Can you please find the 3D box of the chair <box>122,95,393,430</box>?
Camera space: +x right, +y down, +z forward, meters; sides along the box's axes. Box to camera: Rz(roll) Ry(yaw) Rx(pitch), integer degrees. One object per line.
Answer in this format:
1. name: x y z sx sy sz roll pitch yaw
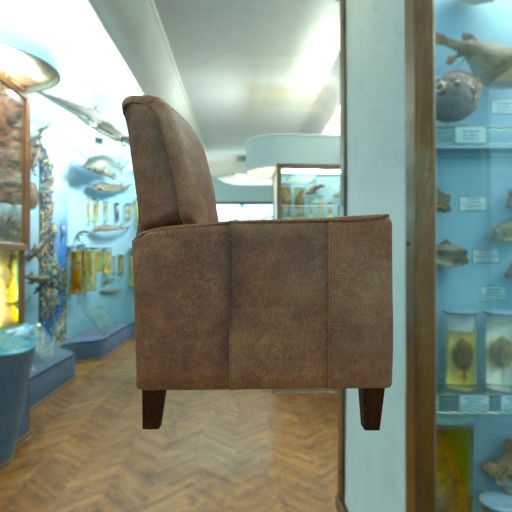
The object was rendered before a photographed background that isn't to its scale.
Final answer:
1. chair: 0.000 0.000 1.685 0.836 1.043 0.843 0 0 0
